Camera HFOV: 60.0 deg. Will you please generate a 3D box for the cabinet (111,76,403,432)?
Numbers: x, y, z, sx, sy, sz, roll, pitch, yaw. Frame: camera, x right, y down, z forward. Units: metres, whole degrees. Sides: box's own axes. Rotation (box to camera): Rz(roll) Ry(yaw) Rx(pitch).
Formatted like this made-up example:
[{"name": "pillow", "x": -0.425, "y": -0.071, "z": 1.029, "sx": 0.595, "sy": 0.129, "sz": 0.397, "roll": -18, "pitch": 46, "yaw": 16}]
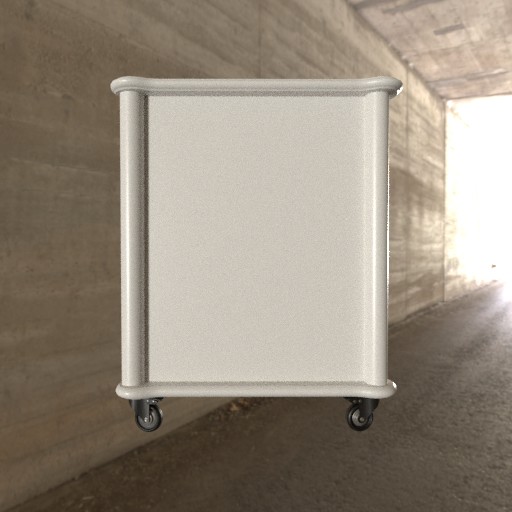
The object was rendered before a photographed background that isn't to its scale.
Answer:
[{"name": "cabinet", "x": 0.000, "y": 0.000, "z": 1.228, "sx": 0.627, "sy": 0.761, "sz": 0.628, "roll": 0, "pitch": 1, "yaw": 0}]
